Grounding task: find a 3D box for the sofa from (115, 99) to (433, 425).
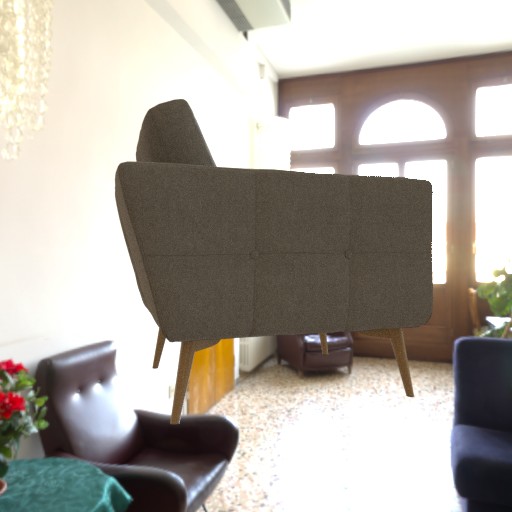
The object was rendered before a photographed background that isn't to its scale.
[{"bbox_3d":[0.000,0.000,1.516,0.920,0.860,0.770,0,1,-18],"label":"sofa"}]
